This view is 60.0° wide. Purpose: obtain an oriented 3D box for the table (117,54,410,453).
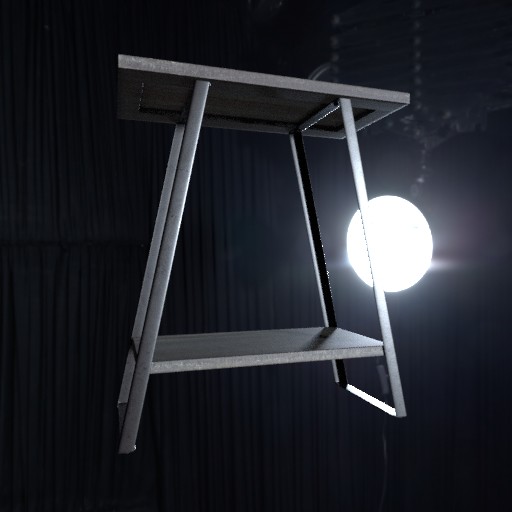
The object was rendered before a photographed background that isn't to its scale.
[{"bbox_3d":[0.000,0.000,1.003,0.599,0.701,0.300,0,0,-18],"label":"table"}]
